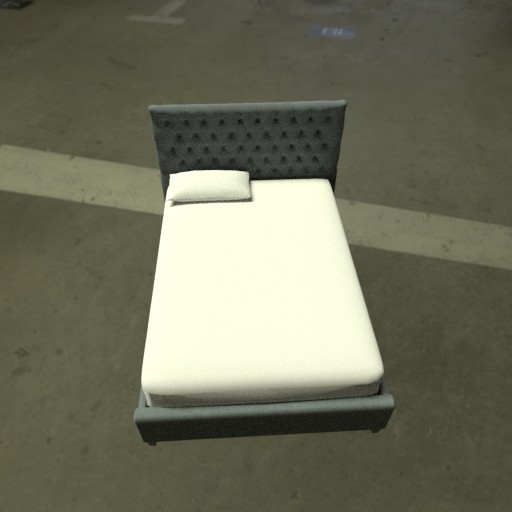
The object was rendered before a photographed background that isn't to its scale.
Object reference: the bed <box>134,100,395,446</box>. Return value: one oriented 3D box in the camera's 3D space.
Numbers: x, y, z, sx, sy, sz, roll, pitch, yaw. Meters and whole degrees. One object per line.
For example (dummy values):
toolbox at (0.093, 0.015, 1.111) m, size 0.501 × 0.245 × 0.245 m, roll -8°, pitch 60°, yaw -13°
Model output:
bed at (0.000, 0.000, 3.456) m, size 1.698 × 1.411 × 2.335 m, roll -2°, pitch 45°, yaw -2°
